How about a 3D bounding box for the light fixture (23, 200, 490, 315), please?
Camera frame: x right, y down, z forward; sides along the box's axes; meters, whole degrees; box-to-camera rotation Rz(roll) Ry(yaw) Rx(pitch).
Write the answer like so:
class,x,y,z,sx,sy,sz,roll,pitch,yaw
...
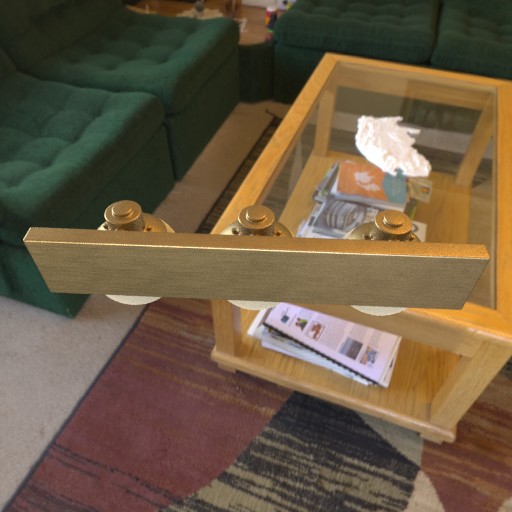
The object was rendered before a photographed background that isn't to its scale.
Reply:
class,x,y,z,sx,sy,sz,roll,pitch,yaw
light fixture,0.000,0.000,0.850,0.721,0.263,0.218,2,47,2
